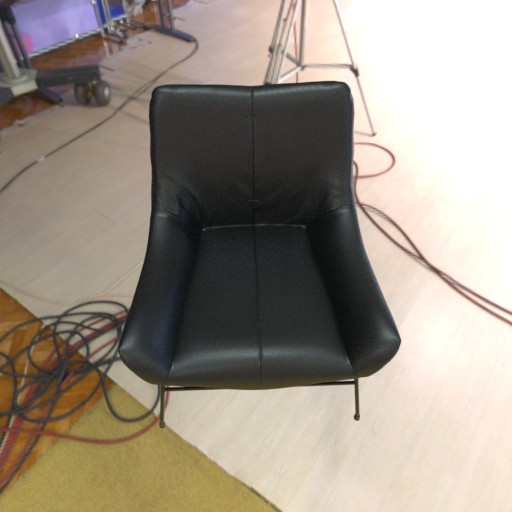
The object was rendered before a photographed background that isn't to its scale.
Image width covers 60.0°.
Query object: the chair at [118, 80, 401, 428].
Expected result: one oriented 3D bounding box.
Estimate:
[{"bbox_3d":[0.000,0.000,1.563,0.836,0.922,0.826,-2,47,-2],"label":"chair"}]
